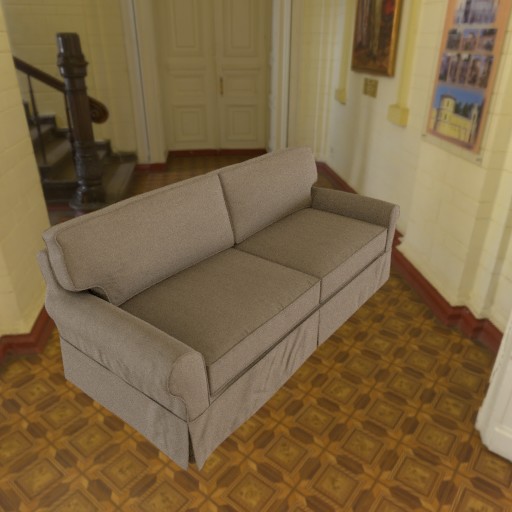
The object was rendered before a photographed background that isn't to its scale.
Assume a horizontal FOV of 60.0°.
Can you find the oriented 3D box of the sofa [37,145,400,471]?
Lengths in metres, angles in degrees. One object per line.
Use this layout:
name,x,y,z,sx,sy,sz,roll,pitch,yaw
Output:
sofa,0.000,0.000,2.686,0.991,0.943,2.248,19,33,33
